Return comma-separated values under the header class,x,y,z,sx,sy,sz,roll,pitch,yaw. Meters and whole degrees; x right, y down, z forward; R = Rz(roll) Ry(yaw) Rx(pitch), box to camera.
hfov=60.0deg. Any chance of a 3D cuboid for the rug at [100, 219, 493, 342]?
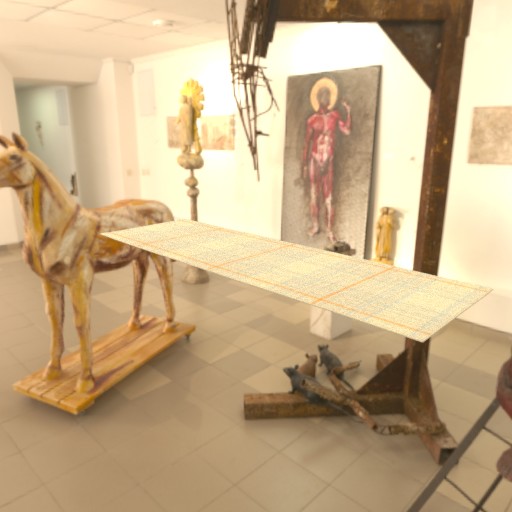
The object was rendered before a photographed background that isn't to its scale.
class,x,y,z,sx,sy,sz,roll,pitch,yaw
rug,0.000,0.000,2.684,2.442,0.016,0.770,15,22,42
